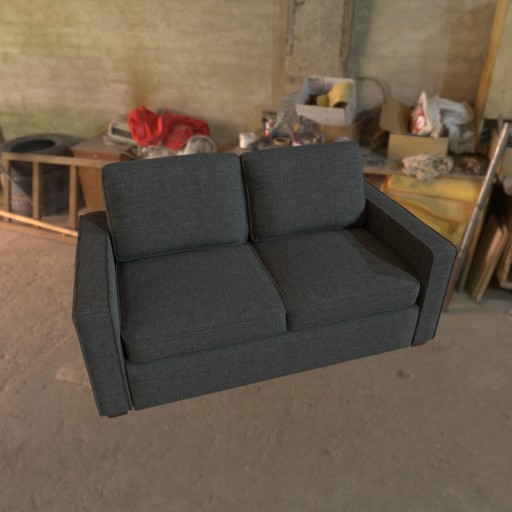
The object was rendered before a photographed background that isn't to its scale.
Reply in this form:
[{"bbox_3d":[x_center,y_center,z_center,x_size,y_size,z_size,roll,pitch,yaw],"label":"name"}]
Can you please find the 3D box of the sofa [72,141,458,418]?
[{"bbox_3d":[0.000,0.000,2.274,1.709,0.918,0.947,-9,33,-14],"label":"sofa"}]
